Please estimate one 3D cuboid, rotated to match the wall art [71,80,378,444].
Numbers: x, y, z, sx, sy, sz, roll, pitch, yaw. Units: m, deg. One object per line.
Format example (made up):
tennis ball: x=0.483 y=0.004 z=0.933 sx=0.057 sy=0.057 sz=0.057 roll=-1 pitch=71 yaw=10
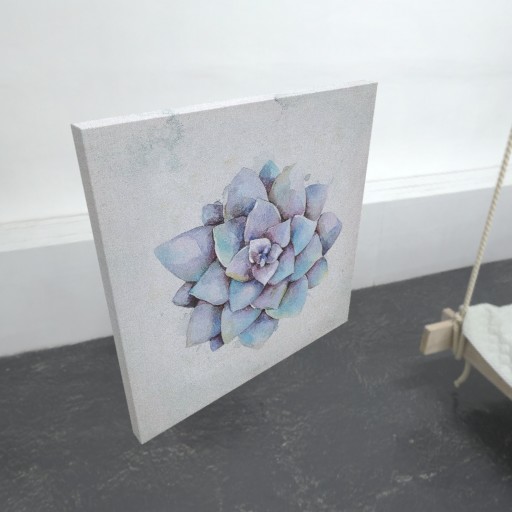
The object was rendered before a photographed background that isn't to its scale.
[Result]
wall art: x=0.000 y=0.000 z=0.897 sx=0.612 sy=0.612 sz=0.040 roll=-22 pitch=36 yaw=-34
